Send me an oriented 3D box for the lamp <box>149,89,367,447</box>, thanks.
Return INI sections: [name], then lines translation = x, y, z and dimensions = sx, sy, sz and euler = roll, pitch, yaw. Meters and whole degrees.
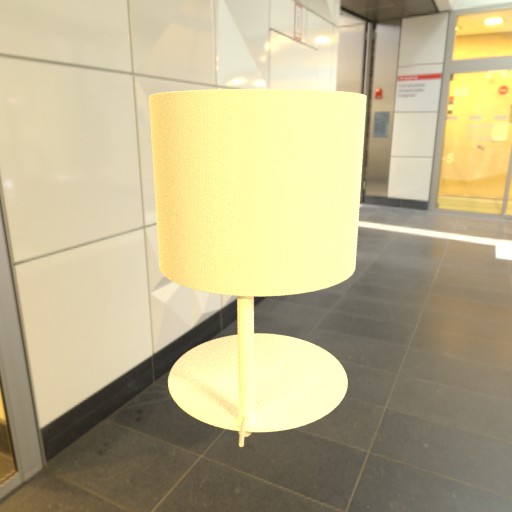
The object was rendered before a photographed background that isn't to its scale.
[lamp]
translation = 0.000, 0.000, 0.671
dimensions = 0.299, 0.454, 0.341
euler = 2, 16, 7
